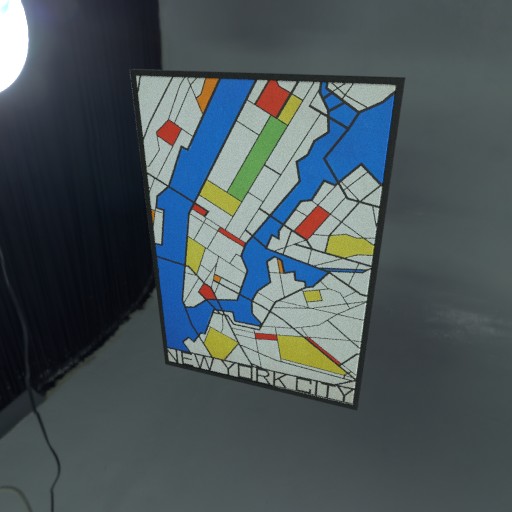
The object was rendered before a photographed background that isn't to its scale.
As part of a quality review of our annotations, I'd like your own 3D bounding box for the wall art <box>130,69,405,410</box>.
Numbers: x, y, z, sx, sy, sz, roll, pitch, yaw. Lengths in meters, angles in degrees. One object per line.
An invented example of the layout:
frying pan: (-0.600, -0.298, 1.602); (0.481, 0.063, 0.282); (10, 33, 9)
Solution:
wall art: (0.000, 0.000, 0.858); (0.457, 0.657, 0.013); (9, 29, 16)
